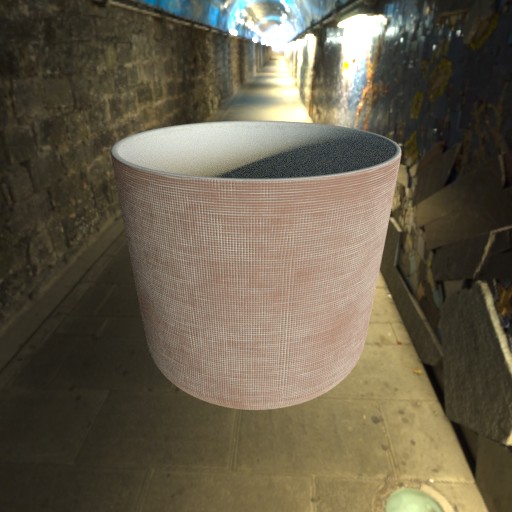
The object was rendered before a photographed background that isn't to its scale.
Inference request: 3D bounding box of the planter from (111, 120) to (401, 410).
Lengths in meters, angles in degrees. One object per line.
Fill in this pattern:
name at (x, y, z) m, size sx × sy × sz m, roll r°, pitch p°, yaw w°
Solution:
planter at (0.000, 0.000, 0.784) m, size 0.440 × 0.398 × 0.440 m, roll 0°, pitch 25°, yaw 0°
